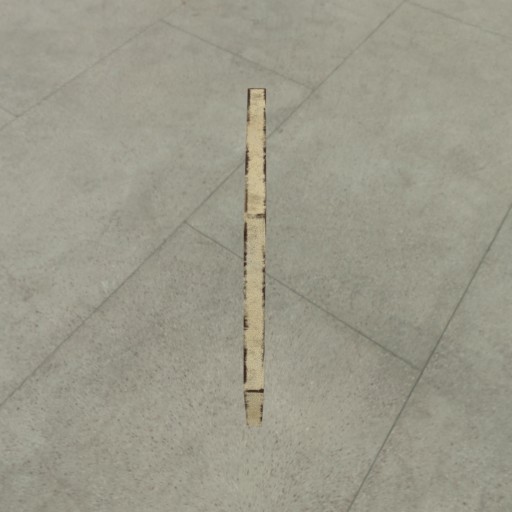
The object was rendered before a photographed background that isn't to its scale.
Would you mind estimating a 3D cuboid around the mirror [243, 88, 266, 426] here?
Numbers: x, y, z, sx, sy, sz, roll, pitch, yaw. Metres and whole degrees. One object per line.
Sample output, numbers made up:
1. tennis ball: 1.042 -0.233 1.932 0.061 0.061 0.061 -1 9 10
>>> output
1. mirror: 0.000 0.000 0.954 0.031 0.648 0.648 1 59 0
